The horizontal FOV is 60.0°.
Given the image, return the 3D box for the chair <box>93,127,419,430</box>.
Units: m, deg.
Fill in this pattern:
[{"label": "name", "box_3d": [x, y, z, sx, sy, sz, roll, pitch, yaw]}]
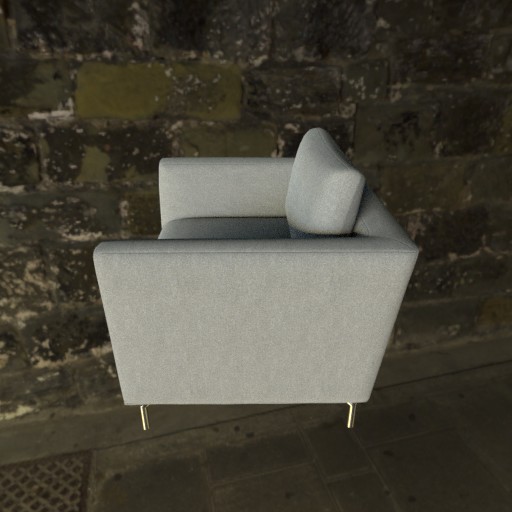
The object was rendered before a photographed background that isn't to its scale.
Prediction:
[{"label": "chair", "box_3d": [0.000, 0.000, 1.730, 0.889, 0.864, 1.041, 0, 26, -1]}]
